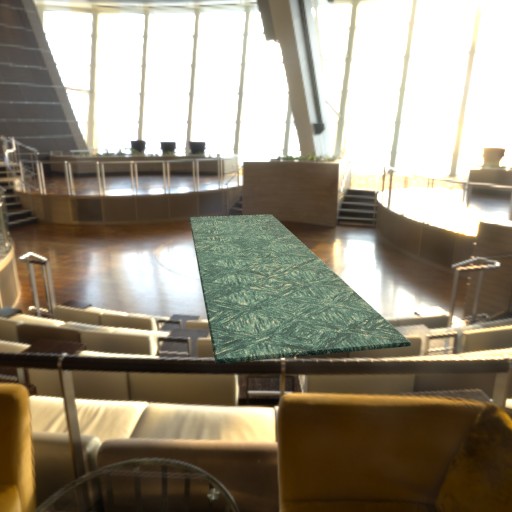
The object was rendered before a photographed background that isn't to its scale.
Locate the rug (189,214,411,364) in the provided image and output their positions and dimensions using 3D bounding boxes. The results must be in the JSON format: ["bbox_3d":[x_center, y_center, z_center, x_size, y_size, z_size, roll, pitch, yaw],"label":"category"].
[{"bbox_3d":[0.000,0.000,2.542,0.676,0.016,2.286,-3,17,-10],"label":"rug"}]
